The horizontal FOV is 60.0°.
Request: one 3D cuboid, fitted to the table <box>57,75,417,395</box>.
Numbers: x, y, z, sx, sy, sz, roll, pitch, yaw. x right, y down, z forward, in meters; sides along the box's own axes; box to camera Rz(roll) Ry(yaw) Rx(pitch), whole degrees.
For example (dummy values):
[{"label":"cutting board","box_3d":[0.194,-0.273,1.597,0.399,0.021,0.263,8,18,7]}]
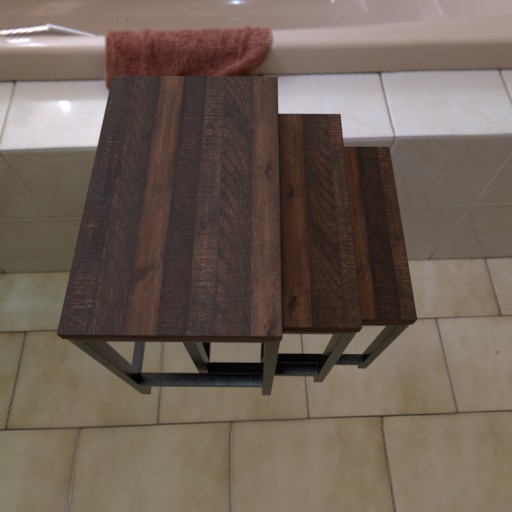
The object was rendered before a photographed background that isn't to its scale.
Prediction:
[{"label":"table","box_3d":[0.000,0.000,1.148,0.660,0.616,0.608,0,63,0]}]
